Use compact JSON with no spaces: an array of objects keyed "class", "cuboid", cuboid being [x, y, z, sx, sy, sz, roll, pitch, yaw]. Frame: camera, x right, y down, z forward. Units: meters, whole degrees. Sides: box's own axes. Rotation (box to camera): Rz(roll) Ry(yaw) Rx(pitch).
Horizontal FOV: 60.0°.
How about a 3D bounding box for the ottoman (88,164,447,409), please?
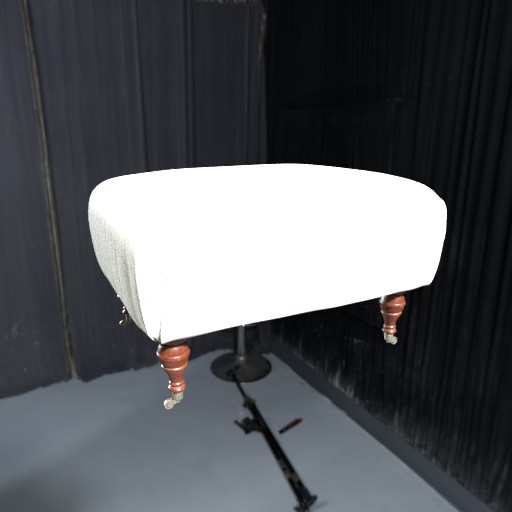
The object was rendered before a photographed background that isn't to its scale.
[{"class":"ottoman","cuboid":[0.000,0.000,1.143,0.747,0.450,0.622,-8,18,-27]}]
